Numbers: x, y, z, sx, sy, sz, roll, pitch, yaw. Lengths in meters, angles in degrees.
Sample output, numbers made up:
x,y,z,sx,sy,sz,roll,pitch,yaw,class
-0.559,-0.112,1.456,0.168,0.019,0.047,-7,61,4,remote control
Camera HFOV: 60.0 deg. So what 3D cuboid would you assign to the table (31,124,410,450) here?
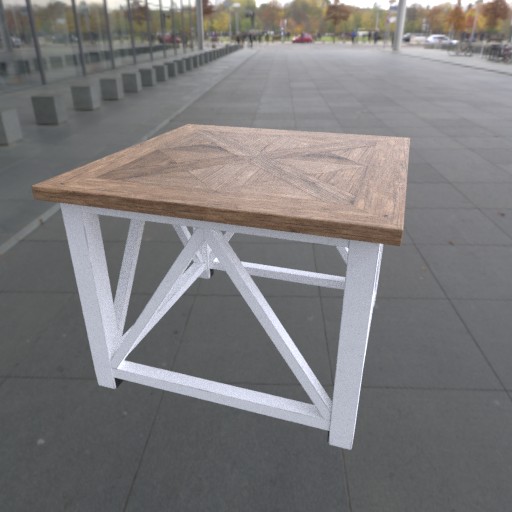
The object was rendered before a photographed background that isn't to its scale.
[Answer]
x,y,z,sx,sy,sz,roll,pitch,yaw,class
0.000,0.000,1.188,0.700,0.532,0.700,8,28,16,table
